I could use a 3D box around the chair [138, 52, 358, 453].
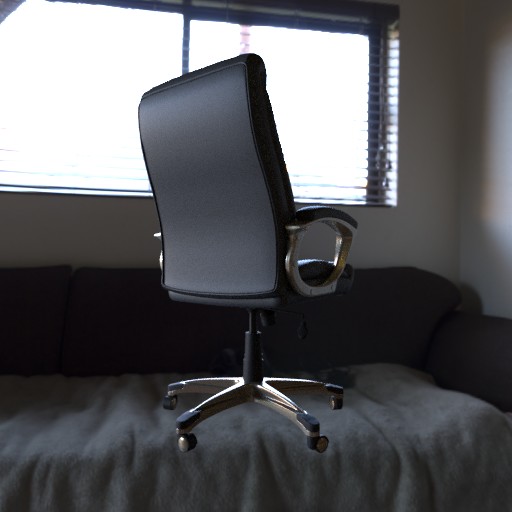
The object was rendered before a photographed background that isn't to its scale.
[{"bbox_3d":[0.000,0.000,1.633,0.694,1.188,0.748,-1,-1,37],"label":"chair"}]
